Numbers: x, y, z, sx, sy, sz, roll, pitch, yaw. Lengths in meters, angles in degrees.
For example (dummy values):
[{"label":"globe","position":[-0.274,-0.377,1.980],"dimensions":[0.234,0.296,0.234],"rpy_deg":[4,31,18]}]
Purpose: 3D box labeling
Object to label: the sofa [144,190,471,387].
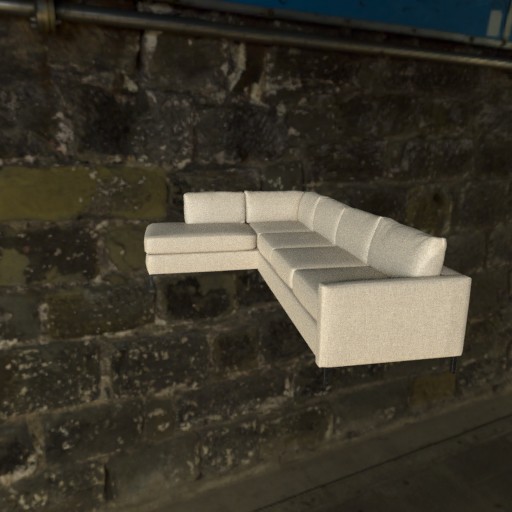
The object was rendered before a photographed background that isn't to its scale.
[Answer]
[{"label":"sofa","position":[0.000,0.000,3.109],"dimensions":[1.617,0.703,2.423],"rpy_deg":[-3,14,-10]}]
